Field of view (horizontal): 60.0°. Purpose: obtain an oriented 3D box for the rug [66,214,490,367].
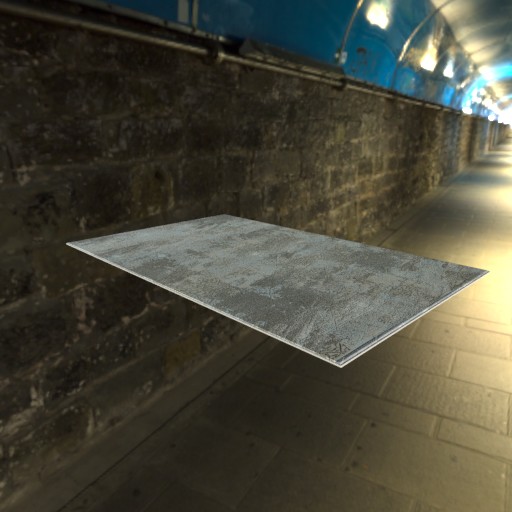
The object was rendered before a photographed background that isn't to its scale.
[{"bbox_3d":[0.000,0.000,2.957,1.536,0.012,2.431,-16,23,-42],"label":"rug"}]
